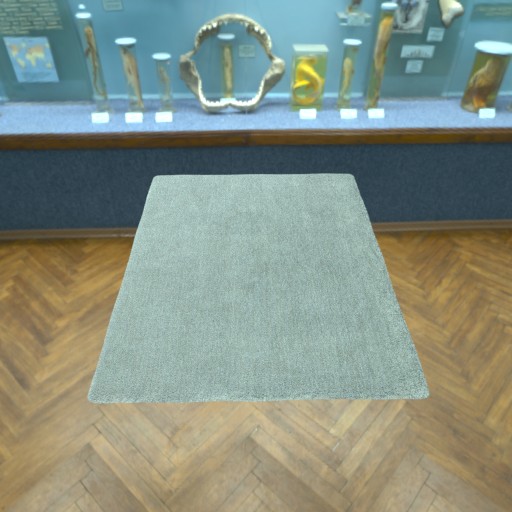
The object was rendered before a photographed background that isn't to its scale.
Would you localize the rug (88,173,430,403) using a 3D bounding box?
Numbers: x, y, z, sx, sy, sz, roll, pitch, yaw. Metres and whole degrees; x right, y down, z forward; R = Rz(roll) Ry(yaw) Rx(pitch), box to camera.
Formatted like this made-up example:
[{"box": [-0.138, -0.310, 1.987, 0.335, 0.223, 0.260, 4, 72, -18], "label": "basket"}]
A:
[{"box": [0.000, 0.000, 4.055, 2.332, 0.027, 2.933, -1, 41, -1], "label": "rug"}]
